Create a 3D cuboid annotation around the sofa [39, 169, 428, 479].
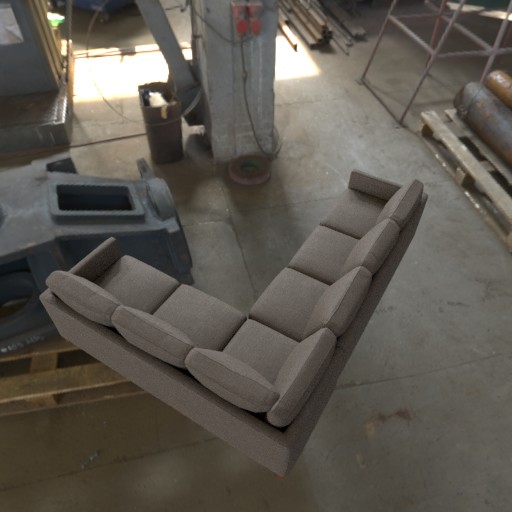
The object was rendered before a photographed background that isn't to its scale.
[{"bbox_3d":[0.000,0.000,4.604,2.593,0.947,3.302,24,51,21],"label":"sofa"}]
